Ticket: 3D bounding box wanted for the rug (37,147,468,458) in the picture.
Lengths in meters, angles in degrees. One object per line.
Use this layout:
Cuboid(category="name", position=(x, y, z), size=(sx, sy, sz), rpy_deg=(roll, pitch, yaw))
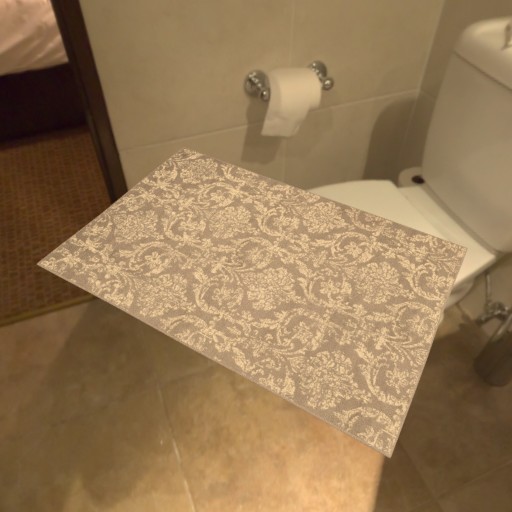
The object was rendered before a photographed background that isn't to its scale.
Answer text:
Cuboid(category="rug", position=(0.000, 0.000, 3.382), size=(2.746, 0.018, 1.819), rpy_deg=(23, 51, 20))
